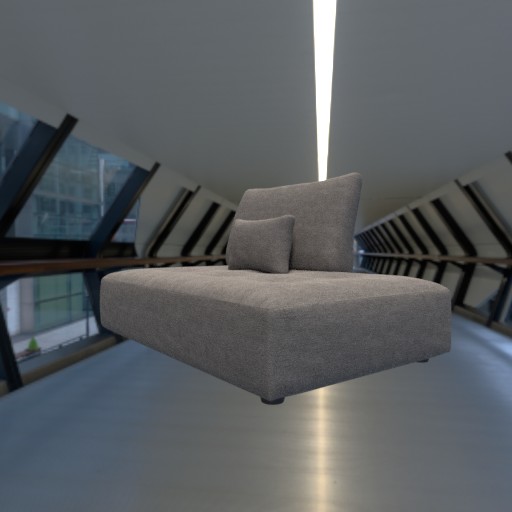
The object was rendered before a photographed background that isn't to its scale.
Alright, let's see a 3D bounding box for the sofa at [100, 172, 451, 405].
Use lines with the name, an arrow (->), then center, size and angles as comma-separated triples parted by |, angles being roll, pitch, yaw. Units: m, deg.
sofa -> 0.000, 0.000, 2.058 | 1.002, 0.820, 1.450 | -1, 2, -37
